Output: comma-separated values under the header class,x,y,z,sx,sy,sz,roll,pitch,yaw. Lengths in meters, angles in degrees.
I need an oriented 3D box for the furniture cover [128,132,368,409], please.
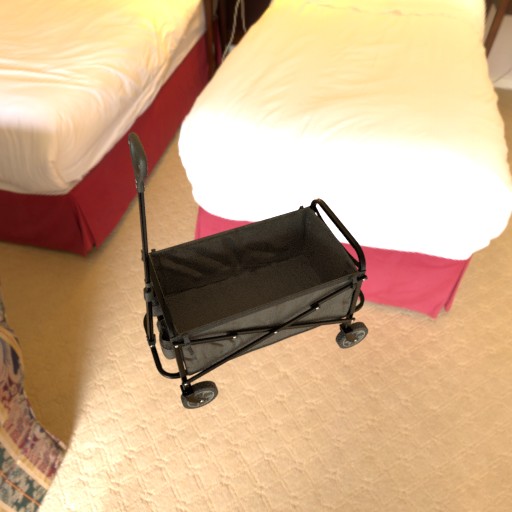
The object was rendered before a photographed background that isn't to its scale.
class,x,y,z,sx,sy,sz,roll,pitch,yaw
furniture cover,0.000,0.000,1.839,1.038,1.295,0.532,-17,50,-15
